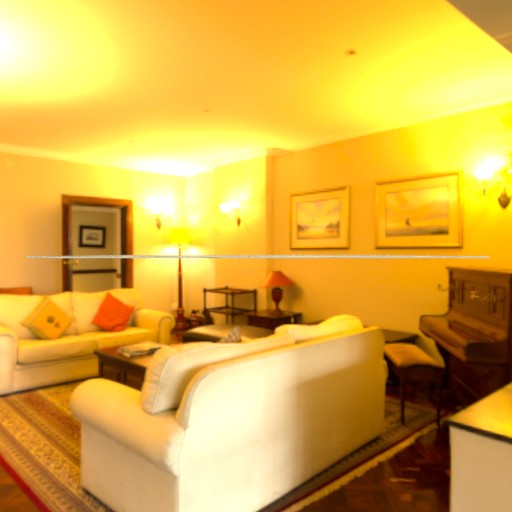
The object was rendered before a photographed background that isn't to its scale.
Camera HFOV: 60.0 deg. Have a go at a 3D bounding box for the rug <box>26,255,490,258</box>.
[{"bbox_3d":[0.000,0.000,4.411,3.357,0.019,2.449,0,0,-2],"label":"rug"}]
